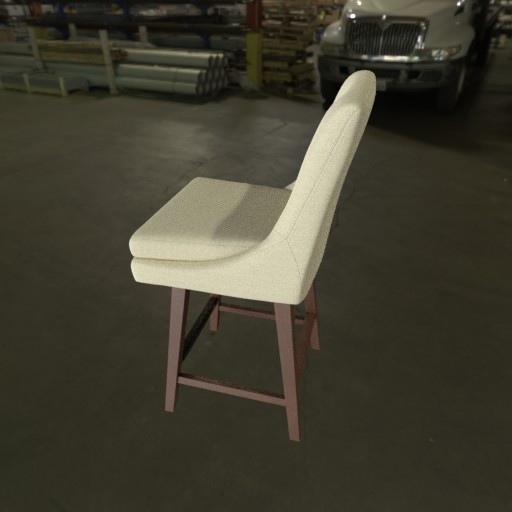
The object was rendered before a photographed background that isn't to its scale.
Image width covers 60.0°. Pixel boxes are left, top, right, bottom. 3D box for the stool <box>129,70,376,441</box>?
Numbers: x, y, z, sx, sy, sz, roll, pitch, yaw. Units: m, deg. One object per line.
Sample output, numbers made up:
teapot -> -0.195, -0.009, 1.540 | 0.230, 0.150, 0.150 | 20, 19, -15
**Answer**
stool -> 0.000, 0.000, 1.304 | 0.559, 0.991, 0.483 | 8, 32, 13
